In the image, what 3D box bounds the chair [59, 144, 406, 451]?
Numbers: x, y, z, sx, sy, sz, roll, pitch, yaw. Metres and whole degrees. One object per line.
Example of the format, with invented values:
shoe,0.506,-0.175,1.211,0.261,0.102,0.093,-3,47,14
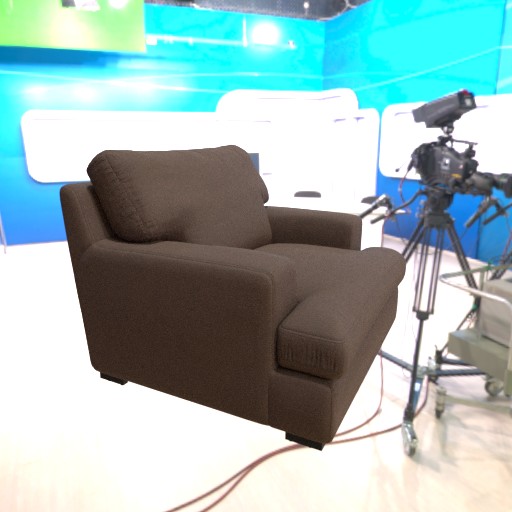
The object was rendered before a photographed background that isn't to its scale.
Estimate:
chair,0.000,0.000,1.976,1.143,0.940,1.168,8,17,26
